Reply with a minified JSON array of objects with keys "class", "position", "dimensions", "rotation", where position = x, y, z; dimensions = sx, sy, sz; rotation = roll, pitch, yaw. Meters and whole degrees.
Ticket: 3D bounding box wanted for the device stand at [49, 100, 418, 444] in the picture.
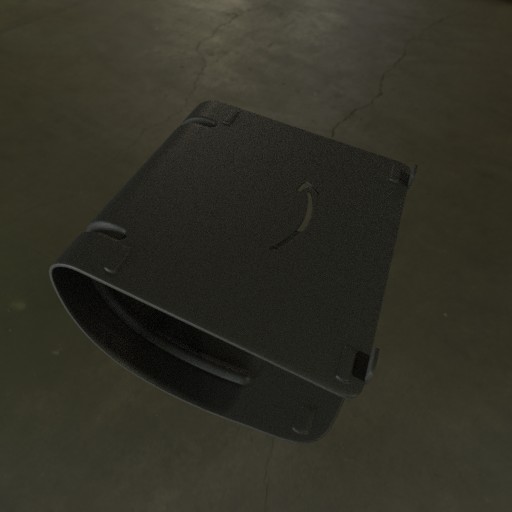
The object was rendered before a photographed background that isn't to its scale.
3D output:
[{"class":"device stand","position":[0.000,0.000,0.407],"dimensions":[0.236,0.155,0.256],"rotation":[15,49,14]}]
